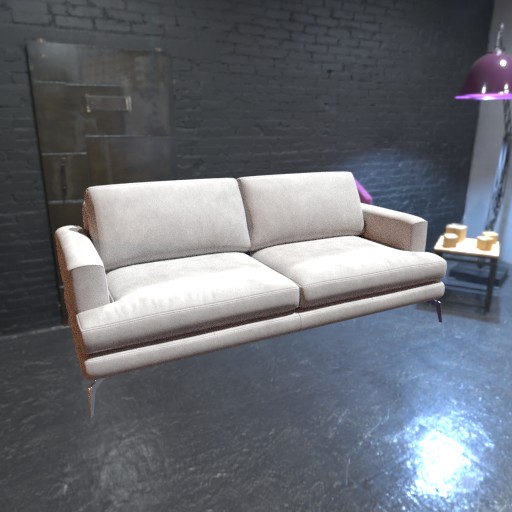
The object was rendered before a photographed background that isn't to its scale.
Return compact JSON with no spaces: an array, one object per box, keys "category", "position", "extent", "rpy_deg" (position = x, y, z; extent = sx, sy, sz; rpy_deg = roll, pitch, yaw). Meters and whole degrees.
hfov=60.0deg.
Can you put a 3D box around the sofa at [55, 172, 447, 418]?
[{"category":"sofa","position":[0.000,0.000,2.501],"extent":[2.013,0.830,0.980],"rpy_deg":[-8,19,-26]}]
